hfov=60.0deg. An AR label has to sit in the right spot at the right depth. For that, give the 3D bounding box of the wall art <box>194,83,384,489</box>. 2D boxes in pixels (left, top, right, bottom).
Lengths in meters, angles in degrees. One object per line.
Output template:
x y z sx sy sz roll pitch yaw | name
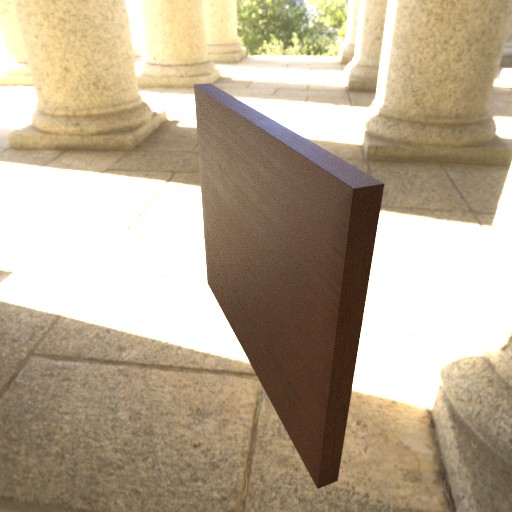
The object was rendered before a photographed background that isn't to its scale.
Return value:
0.000 0.000 0.742 0.033 0.457 0.558 -12 33 -18 | wall art
